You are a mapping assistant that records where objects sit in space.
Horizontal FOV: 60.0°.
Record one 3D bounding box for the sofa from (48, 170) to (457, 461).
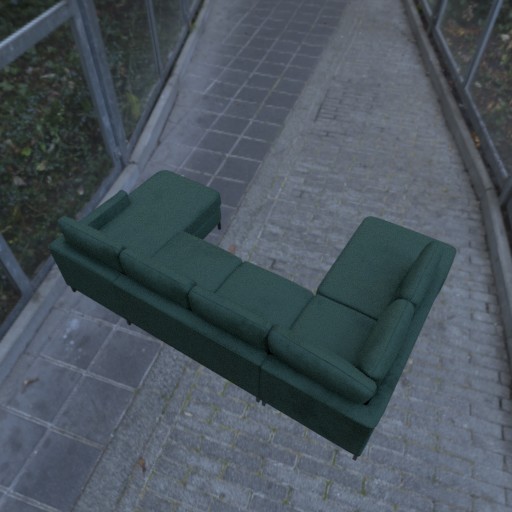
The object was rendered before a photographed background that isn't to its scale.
[{"bbox_3d":[0.000,0.000,3.907,2.994,0.861,1.992,25,52,21],"label":"sofa"}]
